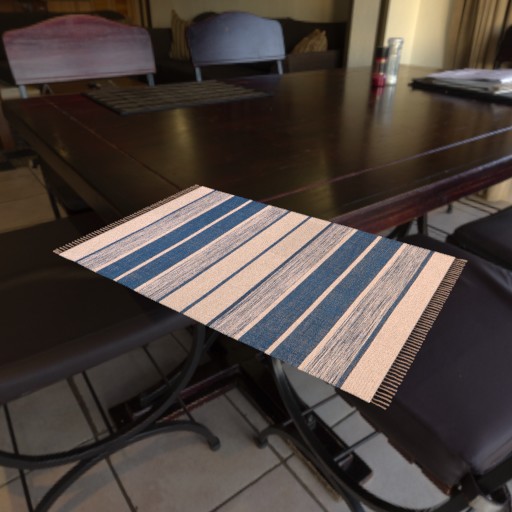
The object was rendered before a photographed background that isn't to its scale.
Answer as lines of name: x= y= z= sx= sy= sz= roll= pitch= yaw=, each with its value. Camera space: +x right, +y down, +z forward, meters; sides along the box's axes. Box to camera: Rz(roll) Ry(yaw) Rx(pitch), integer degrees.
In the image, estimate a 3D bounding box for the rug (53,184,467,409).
rug: x=0.000 y=0.000 z=3.073 sx=2.441 sy=0.010 sz=1.532 roll=19 pitch=36 yaw=29
